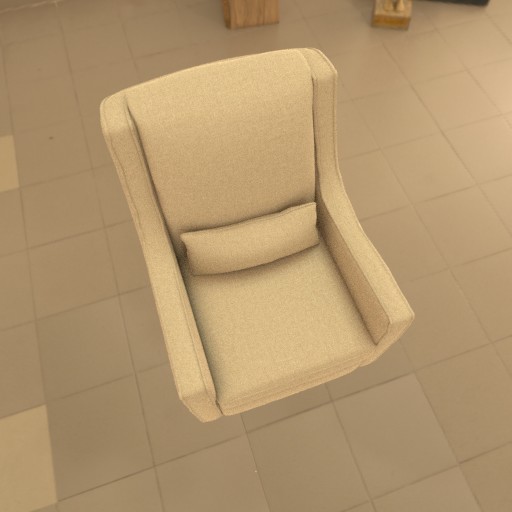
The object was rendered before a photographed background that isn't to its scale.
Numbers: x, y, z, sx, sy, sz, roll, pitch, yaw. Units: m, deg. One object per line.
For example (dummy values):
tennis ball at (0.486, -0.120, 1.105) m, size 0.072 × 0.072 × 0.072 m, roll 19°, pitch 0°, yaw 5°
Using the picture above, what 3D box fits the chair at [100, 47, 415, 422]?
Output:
chair at (0.000, 0.000, 1.547) m, size 0.732 × 0.993 × 0.879 m, roll -17°, pitch 65°, yaw -8°
